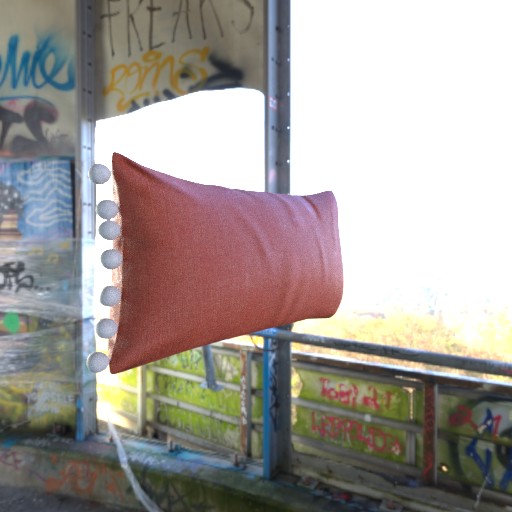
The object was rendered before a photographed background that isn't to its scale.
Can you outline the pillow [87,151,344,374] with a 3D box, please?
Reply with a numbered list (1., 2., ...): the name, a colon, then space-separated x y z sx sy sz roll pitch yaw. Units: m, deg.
1. pillow: 0.000 0.000 0.858 0.201 0.322 0.709 1 1 37
